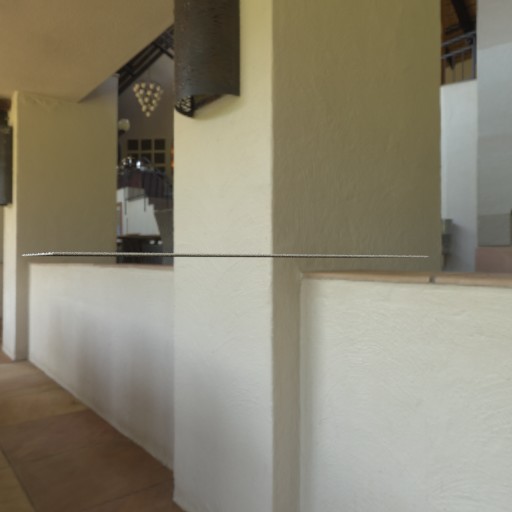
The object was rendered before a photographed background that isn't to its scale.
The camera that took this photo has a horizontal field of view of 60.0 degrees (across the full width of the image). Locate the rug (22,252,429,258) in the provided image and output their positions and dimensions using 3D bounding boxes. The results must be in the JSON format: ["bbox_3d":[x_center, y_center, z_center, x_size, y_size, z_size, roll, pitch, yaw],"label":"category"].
[{"bbox_3d":[0.000,0.000,2.690,2.435,0.009,0.750,0,-1,-36],"label":"rug"}]
